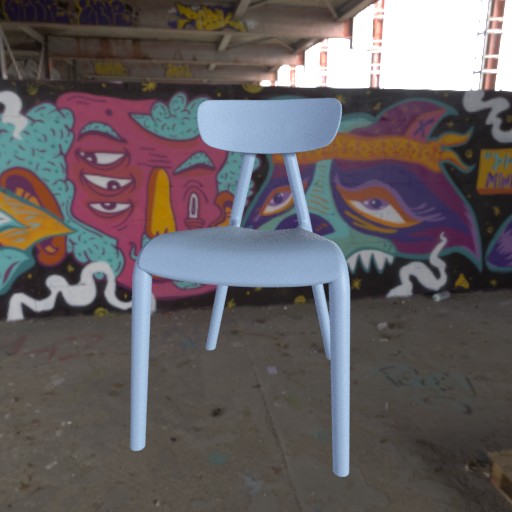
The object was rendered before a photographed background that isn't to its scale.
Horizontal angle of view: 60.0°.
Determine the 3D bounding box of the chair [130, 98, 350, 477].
[{"bbox_3d":[0.000,0.000,0.819,0.356,0.580,0.401,2,14,10],"label":"chair"}]
